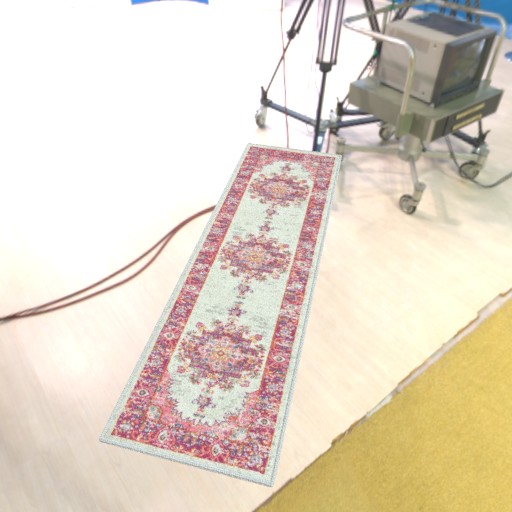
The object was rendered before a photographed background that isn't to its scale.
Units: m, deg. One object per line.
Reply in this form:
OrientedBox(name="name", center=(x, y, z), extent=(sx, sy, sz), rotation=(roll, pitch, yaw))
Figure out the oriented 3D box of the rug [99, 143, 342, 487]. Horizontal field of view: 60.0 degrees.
OrientedBox(name="rug", center=(0.000, 0.000, 1.960), extent=(0.562, 0.009, 1.824), rotation=(10, 46, 10))
